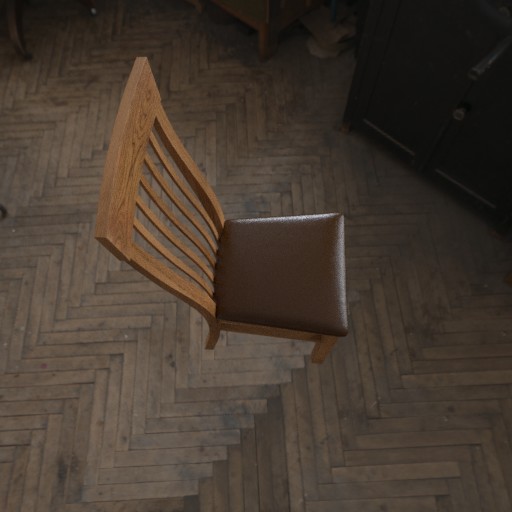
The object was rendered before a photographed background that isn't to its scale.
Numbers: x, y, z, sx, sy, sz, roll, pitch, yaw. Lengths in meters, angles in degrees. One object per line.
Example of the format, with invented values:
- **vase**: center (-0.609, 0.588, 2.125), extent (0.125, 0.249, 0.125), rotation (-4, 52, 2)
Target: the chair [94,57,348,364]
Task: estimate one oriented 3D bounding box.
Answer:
- **chair**: center (0.000, 0.000, 1.352), extent (0.580, 1.050, 0.450), rotation (3, 65, 1)
